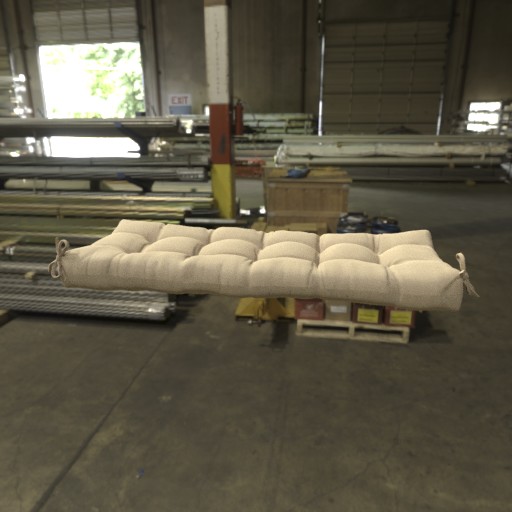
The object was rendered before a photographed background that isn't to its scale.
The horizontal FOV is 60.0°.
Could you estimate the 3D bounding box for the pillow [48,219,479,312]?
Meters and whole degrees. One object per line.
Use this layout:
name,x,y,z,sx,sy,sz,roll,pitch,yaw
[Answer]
pillow,0.000,0.000,1.374,1.194,0.174,0.511,3,17,8
